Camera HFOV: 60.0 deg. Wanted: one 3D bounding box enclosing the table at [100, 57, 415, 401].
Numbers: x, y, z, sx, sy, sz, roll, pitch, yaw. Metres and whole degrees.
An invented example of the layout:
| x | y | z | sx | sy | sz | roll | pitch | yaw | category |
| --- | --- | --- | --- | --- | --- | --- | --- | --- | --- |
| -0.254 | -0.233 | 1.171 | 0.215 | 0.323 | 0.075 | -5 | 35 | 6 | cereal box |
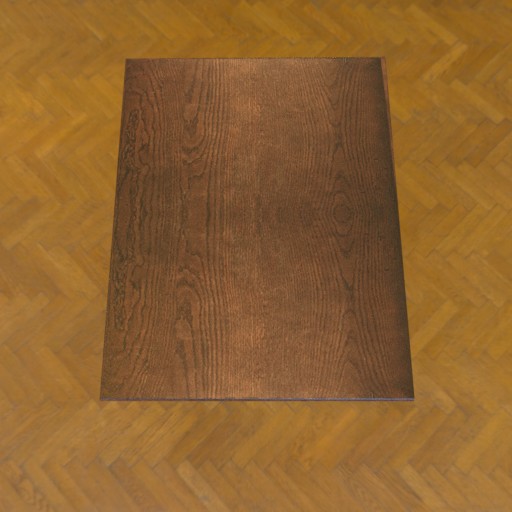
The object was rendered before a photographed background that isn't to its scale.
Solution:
| x | y | z | sx | sy | sz | roll | pitch | yaw | category |
| --- | --- | --- | --- | --- | --- | --- | --- | --- | --- |
| 0.000 | 0.000 | 1.004 | 0.461 | 0.597 | 0.586 | 0 | 76 | 0 | table |
